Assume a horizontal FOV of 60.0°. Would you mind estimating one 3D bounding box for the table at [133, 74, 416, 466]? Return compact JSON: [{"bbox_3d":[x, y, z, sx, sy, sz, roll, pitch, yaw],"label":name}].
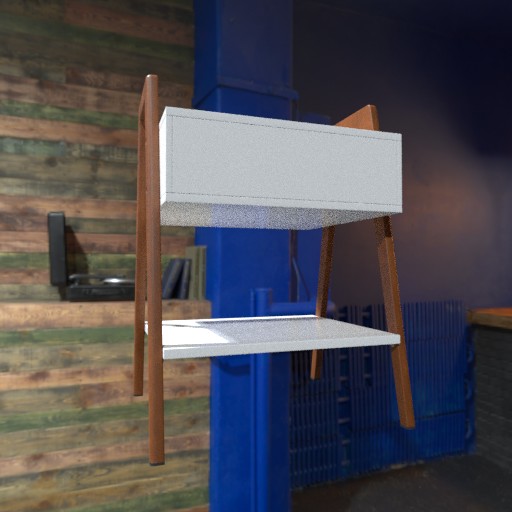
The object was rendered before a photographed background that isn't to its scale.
[{"bbox_3d":[0.000,0.000,0.900,0.457,0.610,0.405,1,-2,-19],"label":"table"}]
